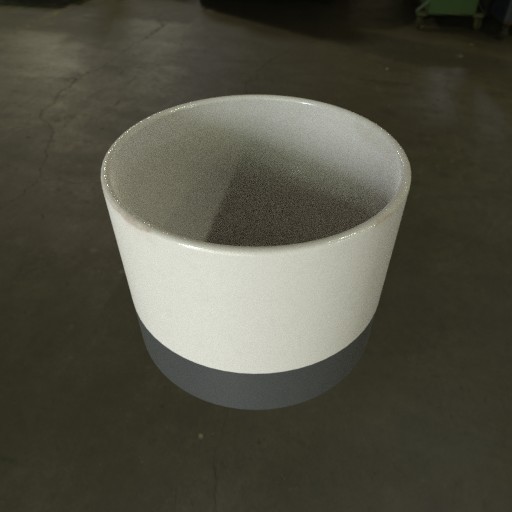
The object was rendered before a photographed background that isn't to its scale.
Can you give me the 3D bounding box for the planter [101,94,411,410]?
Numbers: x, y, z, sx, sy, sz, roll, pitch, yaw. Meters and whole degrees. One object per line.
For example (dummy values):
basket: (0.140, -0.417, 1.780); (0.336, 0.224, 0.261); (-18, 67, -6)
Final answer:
planter: (0.000, 0.000, 0.342); (0.193, 0.177, 0.193); (0, 42, 0)
